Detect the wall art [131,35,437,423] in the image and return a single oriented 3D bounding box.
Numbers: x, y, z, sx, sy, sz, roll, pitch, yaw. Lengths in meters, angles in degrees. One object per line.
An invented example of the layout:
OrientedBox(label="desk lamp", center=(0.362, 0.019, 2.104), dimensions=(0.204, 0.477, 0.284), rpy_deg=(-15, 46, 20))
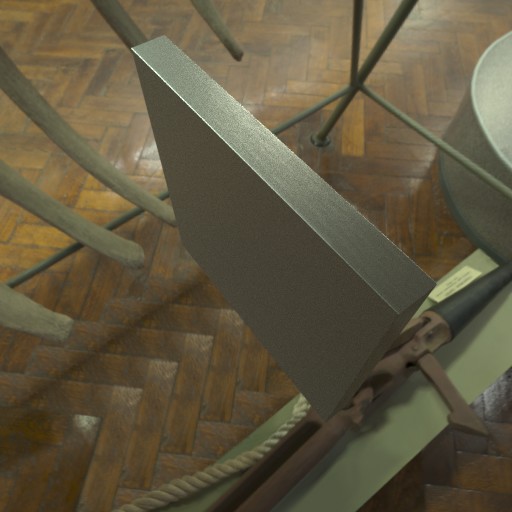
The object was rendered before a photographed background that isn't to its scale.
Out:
OrientedBox(label="wall art", center=(0.000, 0.000, 0.510), dimensions=(0.038, 0.350, 0.350), rpy_deg=(-33, 64, -18))
